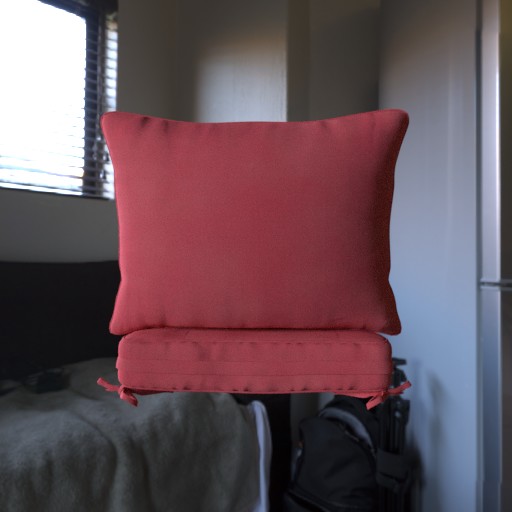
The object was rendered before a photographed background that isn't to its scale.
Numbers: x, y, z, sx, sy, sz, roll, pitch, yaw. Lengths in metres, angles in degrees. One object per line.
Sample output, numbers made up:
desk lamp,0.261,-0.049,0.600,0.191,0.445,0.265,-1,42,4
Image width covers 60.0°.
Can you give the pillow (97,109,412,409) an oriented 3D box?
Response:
pillow,0.000,0.000,1.379,0.798,0.725,0.733,0,0,2
